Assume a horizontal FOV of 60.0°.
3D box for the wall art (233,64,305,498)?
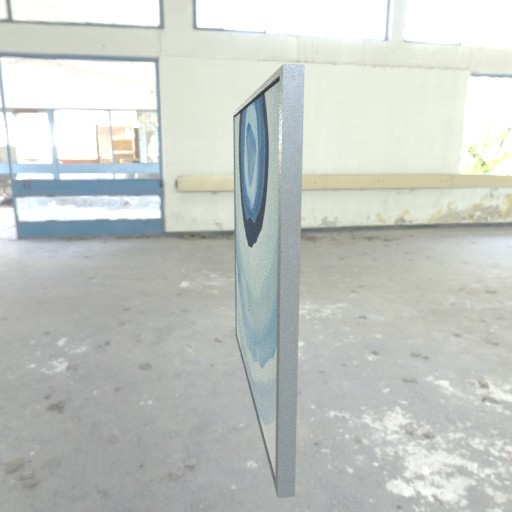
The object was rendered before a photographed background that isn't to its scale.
[{"bbox_3d":[0.000,0.000,1.185,0.038,0.807,0.809,-2,13,-8],"label":"wall art"}]
